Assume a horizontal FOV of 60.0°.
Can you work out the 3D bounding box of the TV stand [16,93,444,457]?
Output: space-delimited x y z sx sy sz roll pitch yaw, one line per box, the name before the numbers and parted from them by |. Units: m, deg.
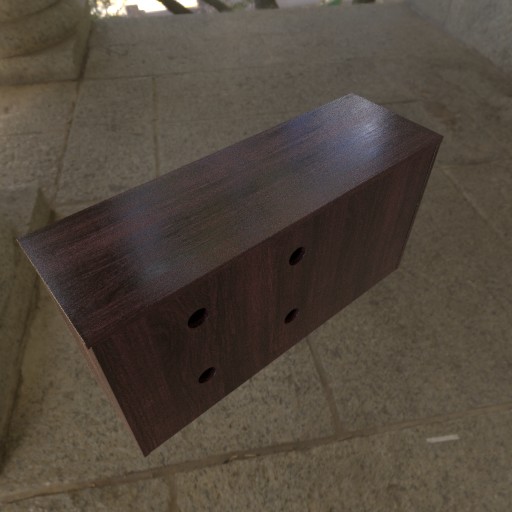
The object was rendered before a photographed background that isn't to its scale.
TV stand | 0.000 0.000 1.450 1.192 0.614 0.404 -31 53 -26
